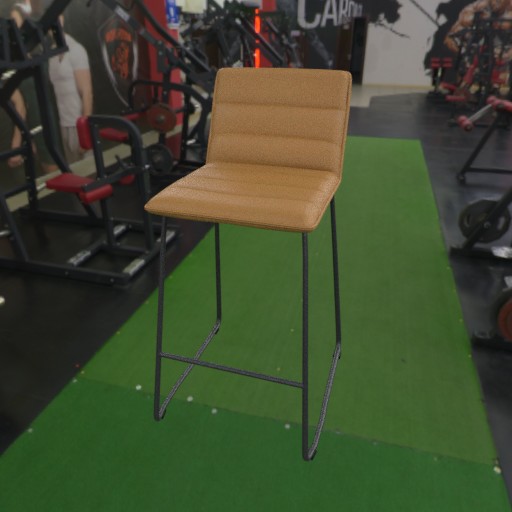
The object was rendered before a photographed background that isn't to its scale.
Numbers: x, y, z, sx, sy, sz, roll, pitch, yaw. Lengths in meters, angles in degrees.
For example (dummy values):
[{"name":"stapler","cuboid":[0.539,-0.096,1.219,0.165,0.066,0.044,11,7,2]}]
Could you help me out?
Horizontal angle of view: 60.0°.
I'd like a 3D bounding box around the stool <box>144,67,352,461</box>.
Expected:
[{"name":"stool","cuboid":[0.000,0.000,1.237,0.489,0.936,0.524,8,28,16]}]
